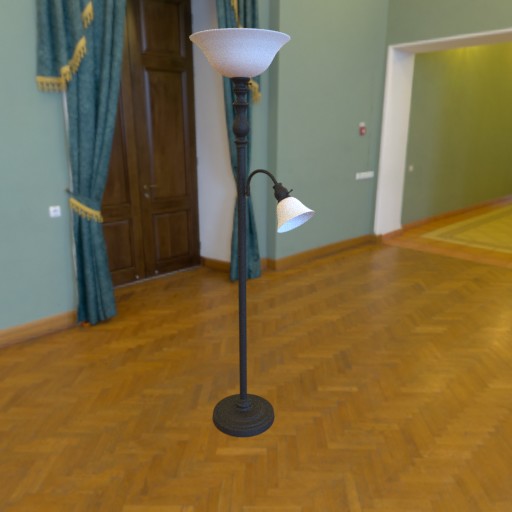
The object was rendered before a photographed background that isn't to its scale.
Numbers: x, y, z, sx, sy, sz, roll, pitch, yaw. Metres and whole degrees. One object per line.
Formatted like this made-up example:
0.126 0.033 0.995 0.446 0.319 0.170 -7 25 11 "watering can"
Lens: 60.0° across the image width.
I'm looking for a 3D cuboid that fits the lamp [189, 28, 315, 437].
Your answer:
0.000 0.000 1.983 0.405 1.793 0.588 -16 23 -42 "lamp"
